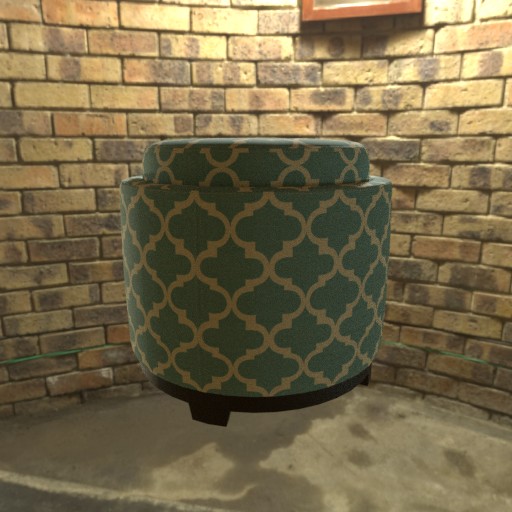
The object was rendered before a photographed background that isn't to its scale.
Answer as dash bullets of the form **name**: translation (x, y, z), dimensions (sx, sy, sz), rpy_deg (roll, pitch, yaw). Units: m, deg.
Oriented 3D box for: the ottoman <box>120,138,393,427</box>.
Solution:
- **ottoman**: translation (0.000, 0.000, 0.835), dimensions (0.480, 0.429, 0.480), rpy_deg (0, 14, 0)
